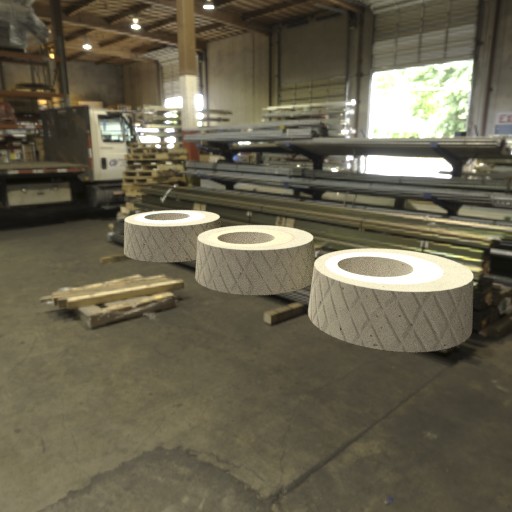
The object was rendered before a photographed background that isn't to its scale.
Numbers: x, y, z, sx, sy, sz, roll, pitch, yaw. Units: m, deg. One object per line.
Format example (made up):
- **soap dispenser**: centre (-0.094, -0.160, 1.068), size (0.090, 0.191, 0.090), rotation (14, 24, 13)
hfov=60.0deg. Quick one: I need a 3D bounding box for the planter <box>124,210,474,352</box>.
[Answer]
- **planter**: centre (0.000, 0.000, 0.415), size (0.114, 0.038, 0.390), rotation (-14, 20, -42)
